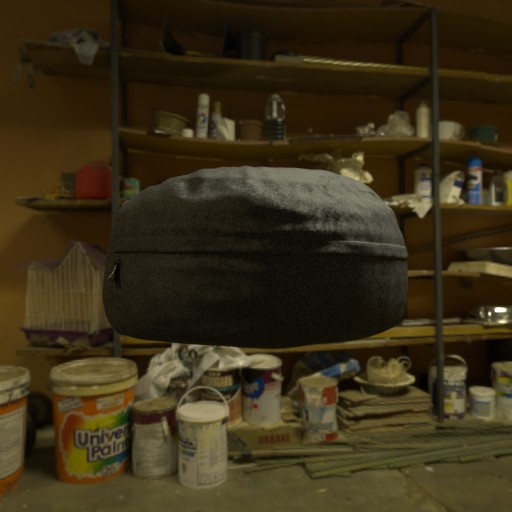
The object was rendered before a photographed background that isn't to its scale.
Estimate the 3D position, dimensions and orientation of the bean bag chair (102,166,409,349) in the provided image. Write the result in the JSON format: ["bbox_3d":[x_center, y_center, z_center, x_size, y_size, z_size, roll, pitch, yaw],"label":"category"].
[{"bbox_3d":[0.000,0.000,2.341,1.525,0.751,1.525,0,-1,0],"label":"bean bag chair"}]
